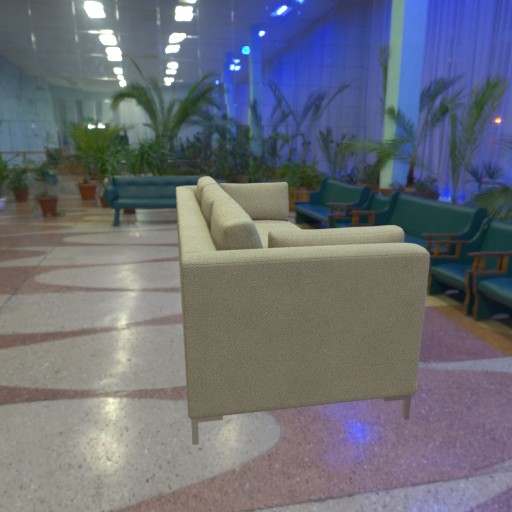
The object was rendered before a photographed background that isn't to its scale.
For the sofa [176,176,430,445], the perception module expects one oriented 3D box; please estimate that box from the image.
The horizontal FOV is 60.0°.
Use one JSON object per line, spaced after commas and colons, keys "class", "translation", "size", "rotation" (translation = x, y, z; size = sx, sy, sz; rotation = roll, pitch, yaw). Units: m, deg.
{"class": "sofa", "translation": [0.000, 0.000, 2.848], "size": [0.969, 0.867, 2.415], "rotation": [-3, 15, -10]}
